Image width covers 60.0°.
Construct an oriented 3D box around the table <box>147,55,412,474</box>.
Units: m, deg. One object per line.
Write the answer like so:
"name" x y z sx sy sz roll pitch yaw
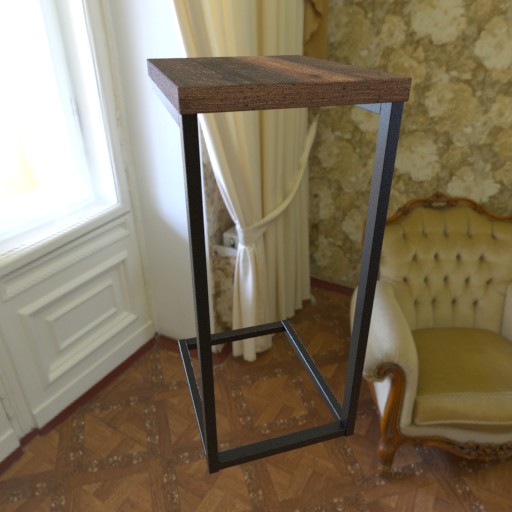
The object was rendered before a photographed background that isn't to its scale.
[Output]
"table" 0.000 0.000 0.909 0.323 0.718 0.414 -8 30 -15
